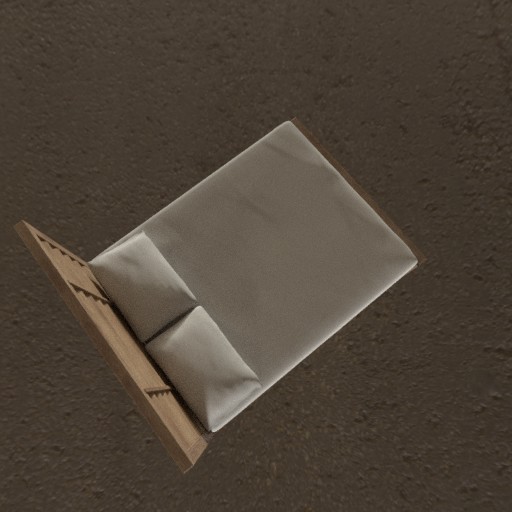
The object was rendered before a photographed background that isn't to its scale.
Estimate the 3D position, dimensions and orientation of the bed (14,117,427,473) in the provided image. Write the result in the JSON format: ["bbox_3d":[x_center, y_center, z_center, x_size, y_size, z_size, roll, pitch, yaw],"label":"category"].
[{"bbox_3d":[0.000,0.000,3.280,2.197,1.626,1.626,-38,78,-9],"label":"bed"}]
